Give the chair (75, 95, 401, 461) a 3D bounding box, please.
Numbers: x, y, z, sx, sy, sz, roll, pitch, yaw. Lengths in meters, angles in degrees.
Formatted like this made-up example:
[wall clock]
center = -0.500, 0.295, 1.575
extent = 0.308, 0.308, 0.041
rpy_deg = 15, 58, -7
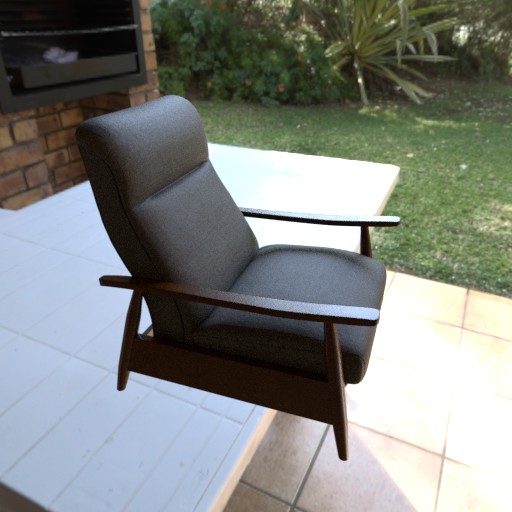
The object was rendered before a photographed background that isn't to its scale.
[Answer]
[chair]
center = 0.000, 0.000, 1.736
extent = 1.014, 1.081, 0.762
rpy_deg = 10, 31, 18
